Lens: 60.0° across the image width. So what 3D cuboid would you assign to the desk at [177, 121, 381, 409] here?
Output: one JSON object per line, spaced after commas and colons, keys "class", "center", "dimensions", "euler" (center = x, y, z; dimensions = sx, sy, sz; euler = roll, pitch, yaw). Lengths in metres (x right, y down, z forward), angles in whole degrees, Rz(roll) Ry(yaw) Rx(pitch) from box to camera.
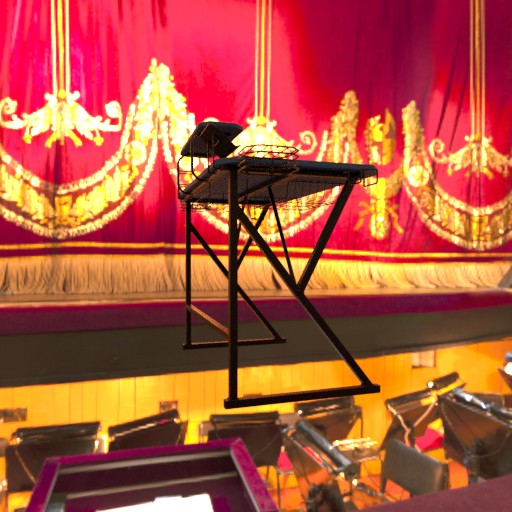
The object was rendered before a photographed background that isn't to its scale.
{"class": "desk", "center": [0.000, 0.000, 1.809], "dimensions": [0.594, 0.909, 1.295], "euler": [0, 0, -18]}
